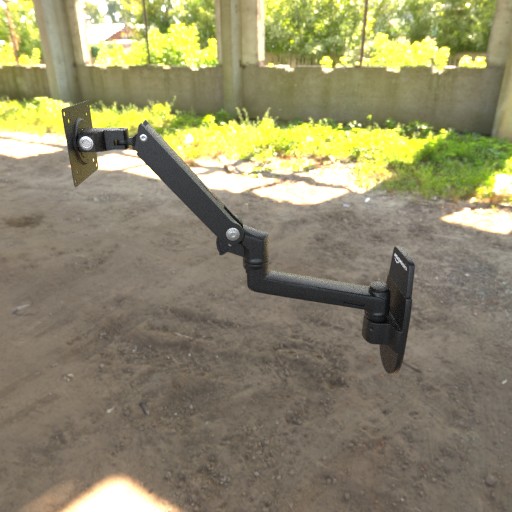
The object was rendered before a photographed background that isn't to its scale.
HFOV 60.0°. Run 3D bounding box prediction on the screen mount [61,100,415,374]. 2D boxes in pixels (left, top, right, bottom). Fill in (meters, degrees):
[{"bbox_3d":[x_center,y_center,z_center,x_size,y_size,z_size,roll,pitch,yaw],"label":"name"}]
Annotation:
[{"bbox_3d":[0.000,0.000,0.713,0.495,0.466,0.115,-1,25,-2],"label":"screen mount"}]
